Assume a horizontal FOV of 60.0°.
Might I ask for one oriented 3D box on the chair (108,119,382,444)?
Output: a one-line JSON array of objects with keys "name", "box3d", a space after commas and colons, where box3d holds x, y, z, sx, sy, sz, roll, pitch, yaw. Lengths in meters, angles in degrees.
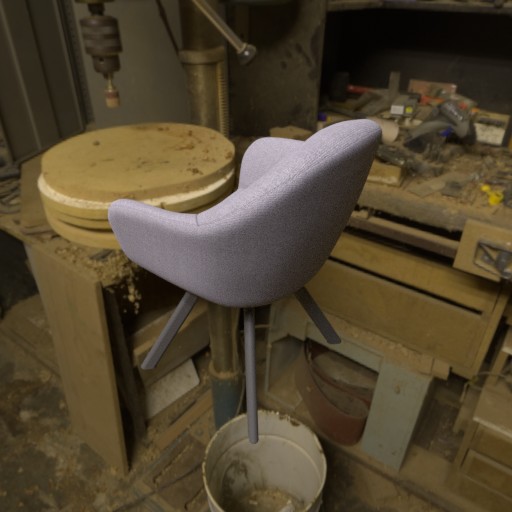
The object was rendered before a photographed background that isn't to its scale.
[{"name": "chair", "box3d": [0.000, 0.000, 1.213, 0.550, 0.795, 0.590, 22, 39, 30]}]
